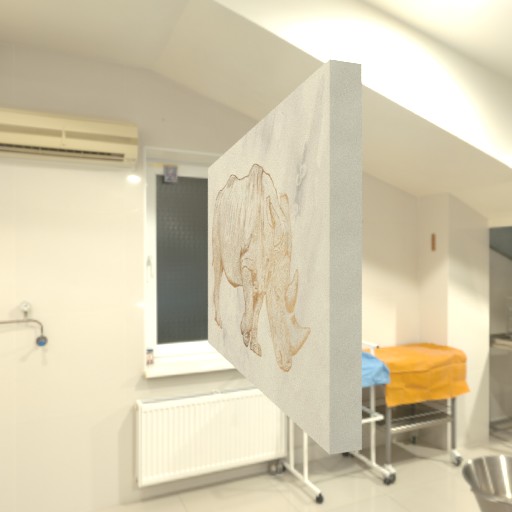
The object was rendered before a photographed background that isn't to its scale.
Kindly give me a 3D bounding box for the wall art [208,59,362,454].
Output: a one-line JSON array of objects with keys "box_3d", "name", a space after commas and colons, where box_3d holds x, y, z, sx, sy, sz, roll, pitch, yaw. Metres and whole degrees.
[{"box_3d": [0.000, 0.000, 0.751, 0.038, 0.407, 0.609, 0, 0, -18], "name": "wall art"}]
